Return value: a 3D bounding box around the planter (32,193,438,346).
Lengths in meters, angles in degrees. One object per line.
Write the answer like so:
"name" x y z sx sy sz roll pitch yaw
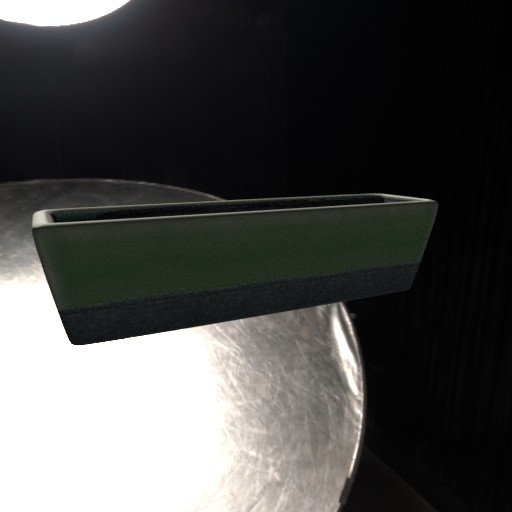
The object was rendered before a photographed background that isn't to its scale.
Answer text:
"planter" 0.000 0.000 0.311 0.275 0.072 0.072 -6 14 -25
